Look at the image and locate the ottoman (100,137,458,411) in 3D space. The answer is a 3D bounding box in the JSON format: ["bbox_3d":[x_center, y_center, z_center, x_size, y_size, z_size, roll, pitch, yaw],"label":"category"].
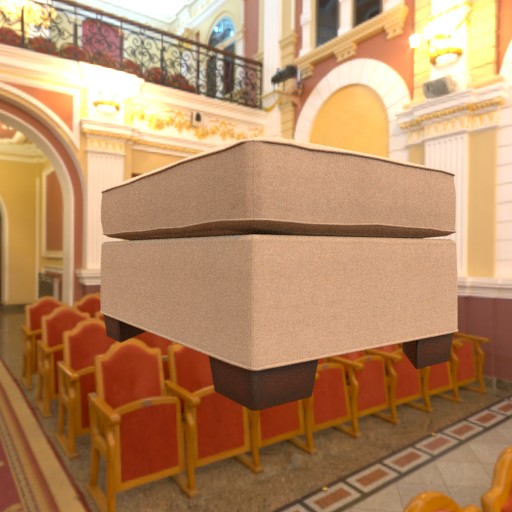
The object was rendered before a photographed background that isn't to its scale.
[{"bbox_3d":[0.000,0.000,1.223,0.617,0.503,0.846,-1,1,-36],"label":"ottoman"}]
